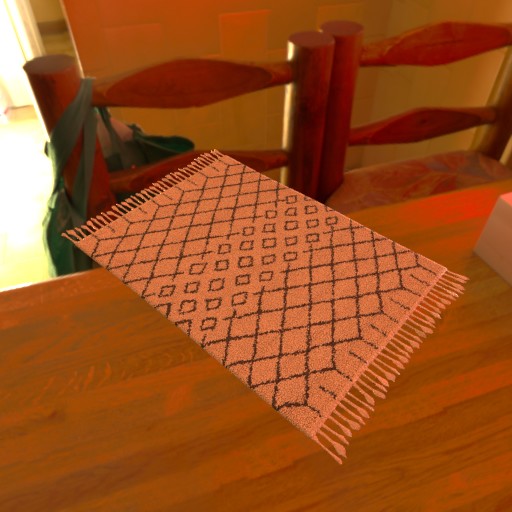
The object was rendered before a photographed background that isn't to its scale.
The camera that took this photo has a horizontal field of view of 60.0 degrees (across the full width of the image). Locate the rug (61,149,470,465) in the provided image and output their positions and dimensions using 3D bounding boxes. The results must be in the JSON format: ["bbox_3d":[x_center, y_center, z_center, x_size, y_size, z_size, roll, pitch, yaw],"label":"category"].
[{"bbox_3d":[0.000,0.000,3.276,2.615,0.029,1.664,32,54,28],"label":"rug"}]
